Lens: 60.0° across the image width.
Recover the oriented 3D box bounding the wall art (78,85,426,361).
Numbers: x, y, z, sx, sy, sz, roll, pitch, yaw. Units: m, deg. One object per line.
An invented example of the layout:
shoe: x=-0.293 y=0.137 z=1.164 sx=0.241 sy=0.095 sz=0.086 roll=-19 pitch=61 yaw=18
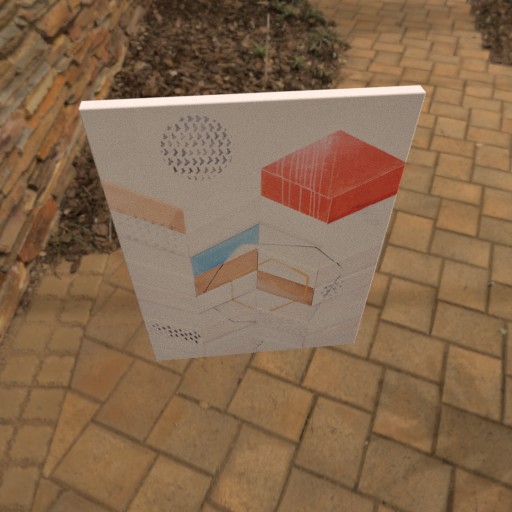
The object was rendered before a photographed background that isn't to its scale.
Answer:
wall art: x=0.000 y=0.000 z=1.340 sx=0.759 sy=1.014 sz=0.045 roll=-4 pitch=46 yaw=-4
